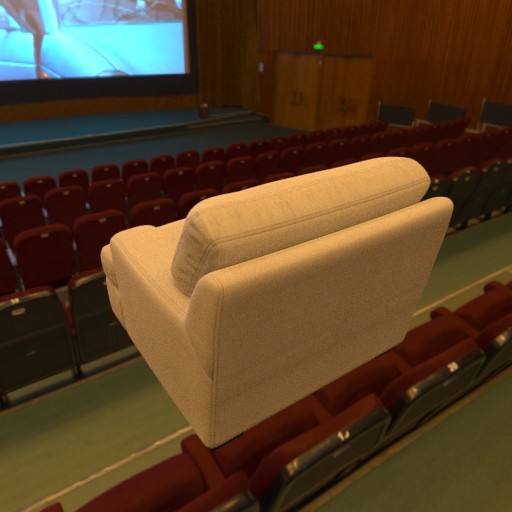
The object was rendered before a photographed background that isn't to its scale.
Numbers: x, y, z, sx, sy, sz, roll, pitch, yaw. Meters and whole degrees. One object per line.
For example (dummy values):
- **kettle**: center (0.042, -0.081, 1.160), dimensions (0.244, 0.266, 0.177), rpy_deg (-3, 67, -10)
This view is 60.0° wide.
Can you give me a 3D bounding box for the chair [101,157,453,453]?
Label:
- **chair**: center (0.000, 0.000, 1.976), dimensions (1.140, 0.930, 1.158), rpy_deg (-19, 34, -30)
